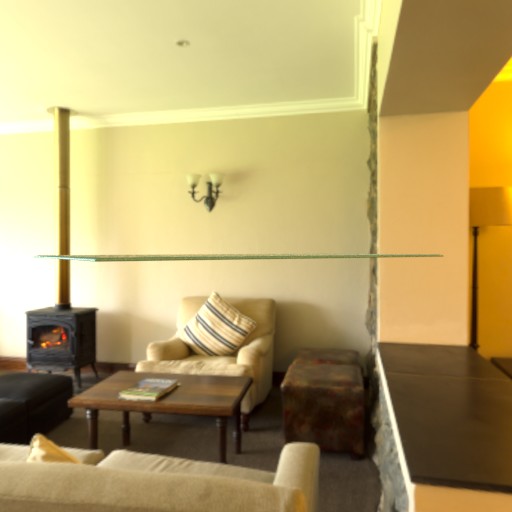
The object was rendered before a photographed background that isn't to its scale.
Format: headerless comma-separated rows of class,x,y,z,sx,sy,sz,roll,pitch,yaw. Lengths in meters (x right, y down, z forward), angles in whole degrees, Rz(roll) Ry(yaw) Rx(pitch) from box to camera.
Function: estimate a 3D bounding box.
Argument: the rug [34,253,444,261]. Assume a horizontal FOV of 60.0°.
rug,0.000,0.000,1.450,1.219,0.007,0.604,-1,1,-37
